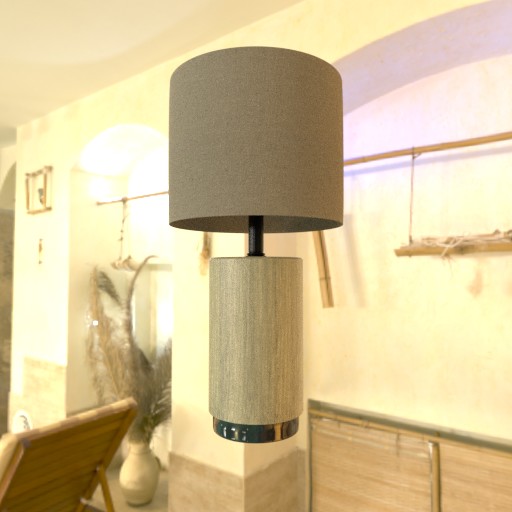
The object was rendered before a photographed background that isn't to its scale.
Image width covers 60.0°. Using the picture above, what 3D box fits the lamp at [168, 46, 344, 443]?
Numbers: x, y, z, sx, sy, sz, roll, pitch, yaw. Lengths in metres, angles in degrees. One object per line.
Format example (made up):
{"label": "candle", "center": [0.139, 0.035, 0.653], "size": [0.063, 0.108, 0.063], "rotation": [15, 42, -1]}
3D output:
{"label": "lamp", "center": [0.000, 0.000, 0.583], "size": [0.228, 0.444, 0.228], "rotation": [-2, -3, 36]}
